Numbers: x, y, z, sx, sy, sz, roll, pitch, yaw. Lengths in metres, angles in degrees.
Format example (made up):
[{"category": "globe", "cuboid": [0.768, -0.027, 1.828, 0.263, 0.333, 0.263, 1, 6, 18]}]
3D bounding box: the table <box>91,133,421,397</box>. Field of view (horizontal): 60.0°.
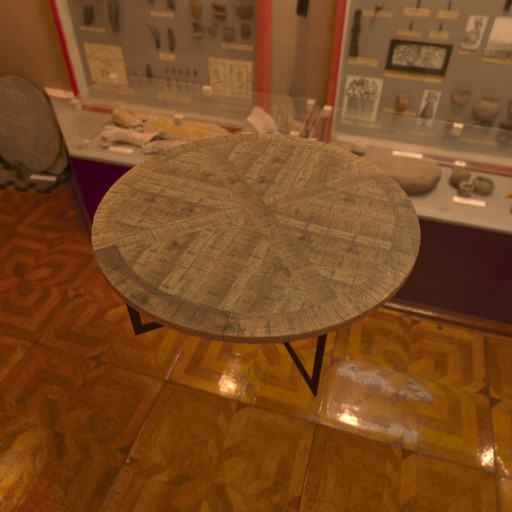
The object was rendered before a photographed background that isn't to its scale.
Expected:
[{"category": "table", "cuboid": [0.000, 0.000, 1.935, 1.264, 0.516, 1.264, 0, 42, 0]}]
